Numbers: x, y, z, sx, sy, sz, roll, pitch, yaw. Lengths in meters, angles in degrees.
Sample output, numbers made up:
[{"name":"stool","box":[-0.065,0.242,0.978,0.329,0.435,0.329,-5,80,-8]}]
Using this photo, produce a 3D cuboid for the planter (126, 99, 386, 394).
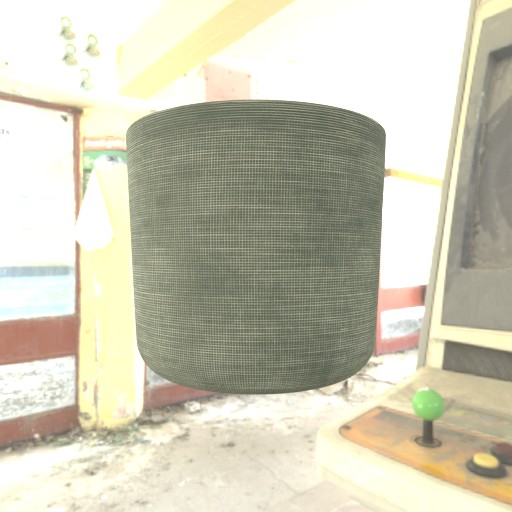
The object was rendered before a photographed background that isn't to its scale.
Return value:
[{"name":"planter","box":[0.000,0.000,0.780,0.440,0.398,0.440,0,0,0]}]
